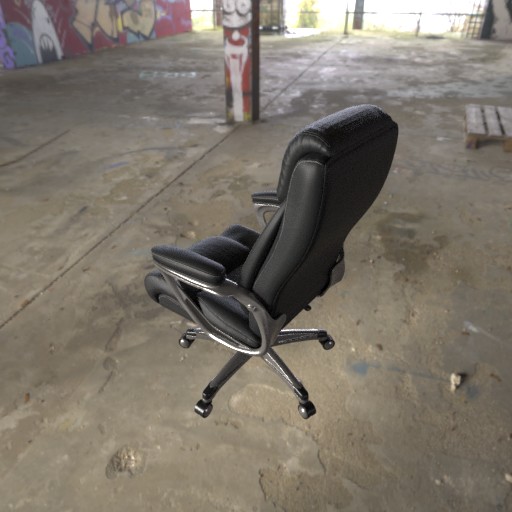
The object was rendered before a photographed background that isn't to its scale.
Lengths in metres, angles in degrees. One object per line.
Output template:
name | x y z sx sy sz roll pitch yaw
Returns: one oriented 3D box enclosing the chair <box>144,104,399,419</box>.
chair | 0.000 0.000 1.715 0.784 1.167 0.741 21 38 31
